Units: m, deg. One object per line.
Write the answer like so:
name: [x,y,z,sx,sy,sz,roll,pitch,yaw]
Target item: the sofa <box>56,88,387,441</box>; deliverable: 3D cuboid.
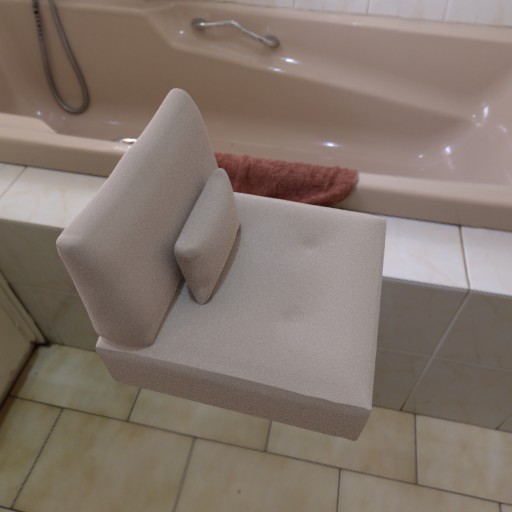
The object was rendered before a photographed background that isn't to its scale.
sofa: [0.000,0.000,1.717,1.000,0.828,0.935,11,49,9]
